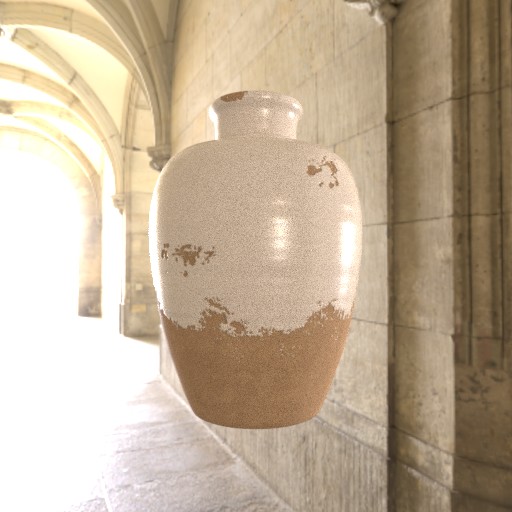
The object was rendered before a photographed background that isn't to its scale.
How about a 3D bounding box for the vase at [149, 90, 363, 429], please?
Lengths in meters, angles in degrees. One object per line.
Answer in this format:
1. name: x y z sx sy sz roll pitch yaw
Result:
1. vase: 0.000 0.000 0.338 0.158 0.228 0.158 0 -1 0
